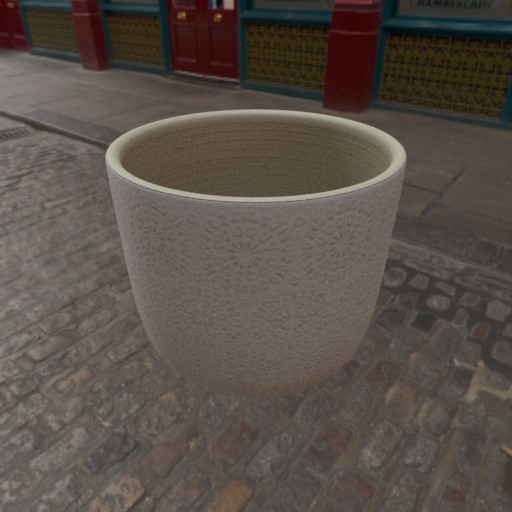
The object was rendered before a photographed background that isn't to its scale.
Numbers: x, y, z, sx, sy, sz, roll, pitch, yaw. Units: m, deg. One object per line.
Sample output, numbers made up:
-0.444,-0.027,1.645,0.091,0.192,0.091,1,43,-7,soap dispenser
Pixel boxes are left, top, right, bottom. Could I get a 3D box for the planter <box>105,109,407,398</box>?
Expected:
0.000,0.000,0.366,0.208,0.190,0.208,0,31,0,planter
